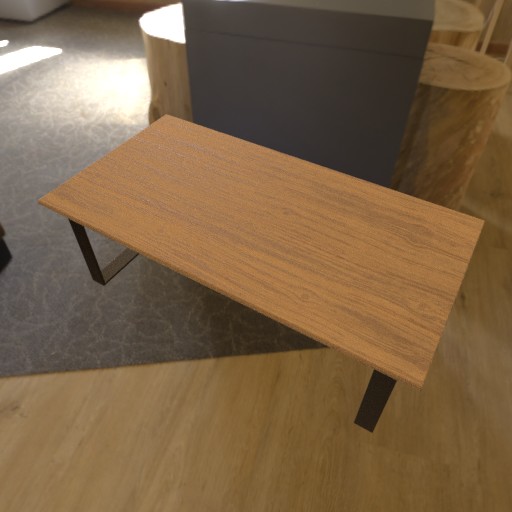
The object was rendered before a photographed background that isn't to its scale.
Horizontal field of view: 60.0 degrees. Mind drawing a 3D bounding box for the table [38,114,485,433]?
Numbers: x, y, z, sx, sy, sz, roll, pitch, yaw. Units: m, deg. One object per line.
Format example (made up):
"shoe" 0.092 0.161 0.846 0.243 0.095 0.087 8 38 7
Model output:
"table" 0.000 0.000 1.639 1.331 0.445 0.693 24 51 21
